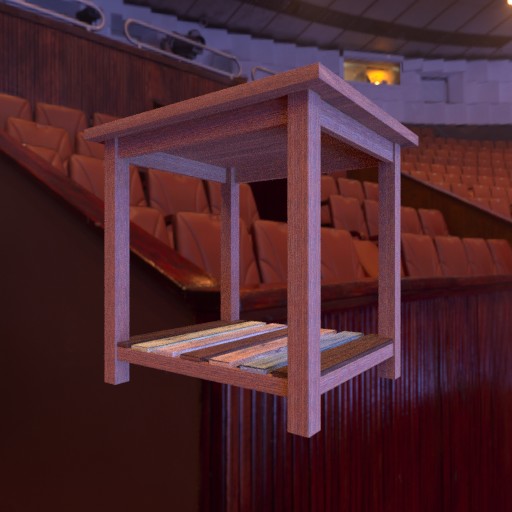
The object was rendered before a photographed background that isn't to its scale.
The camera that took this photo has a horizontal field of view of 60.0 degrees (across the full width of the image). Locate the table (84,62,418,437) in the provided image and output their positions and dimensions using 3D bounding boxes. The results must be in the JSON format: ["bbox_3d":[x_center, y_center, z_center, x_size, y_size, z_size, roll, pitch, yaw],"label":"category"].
[{"bbox_3d":[0.000,0.000,1.146,0.660,0.635,0.559,0,0,36],"label":"table"}]
